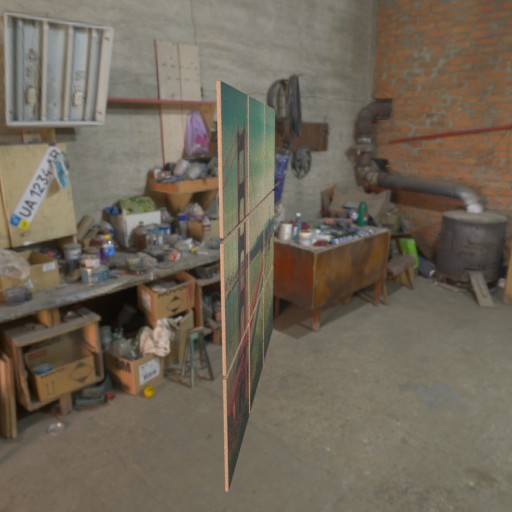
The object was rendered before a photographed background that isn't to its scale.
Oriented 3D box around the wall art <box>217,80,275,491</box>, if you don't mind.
[{"bbox_3d":[0.000,0.000,2.266,0.014,1.507,1.519,2,15,8],"label":"wall art"}]
